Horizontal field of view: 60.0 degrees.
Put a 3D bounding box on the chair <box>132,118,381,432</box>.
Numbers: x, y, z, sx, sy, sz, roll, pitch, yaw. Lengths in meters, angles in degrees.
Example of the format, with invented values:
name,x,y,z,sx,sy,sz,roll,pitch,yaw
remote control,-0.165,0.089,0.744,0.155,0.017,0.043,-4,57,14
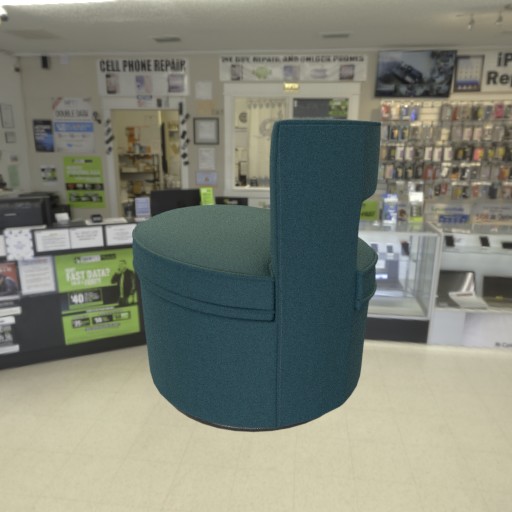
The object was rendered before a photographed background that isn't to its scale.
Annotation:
name,x,y,z,sx,sy,sz,roll,pitch,yaw
chair,0.000,0.000,1.233,0.660,0.711,0.684,2,15,9
